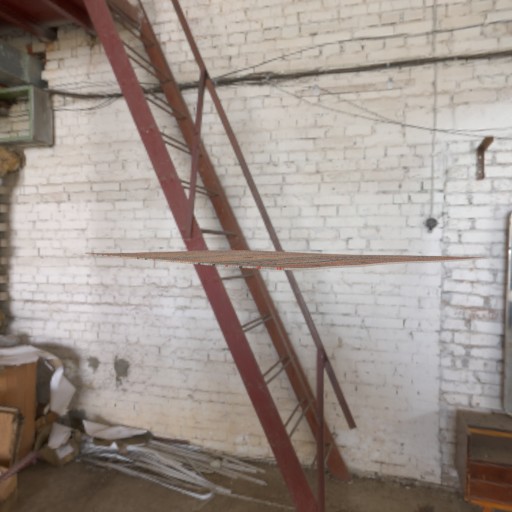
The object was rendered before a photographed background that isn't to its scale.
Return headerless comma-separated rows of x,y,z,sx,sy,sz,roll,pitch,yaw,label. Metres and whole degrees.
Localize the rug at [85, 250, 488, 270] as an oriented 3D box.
0.000,0.000,2.336,1.220,0.017,1.835,-2,3,-38,rug
